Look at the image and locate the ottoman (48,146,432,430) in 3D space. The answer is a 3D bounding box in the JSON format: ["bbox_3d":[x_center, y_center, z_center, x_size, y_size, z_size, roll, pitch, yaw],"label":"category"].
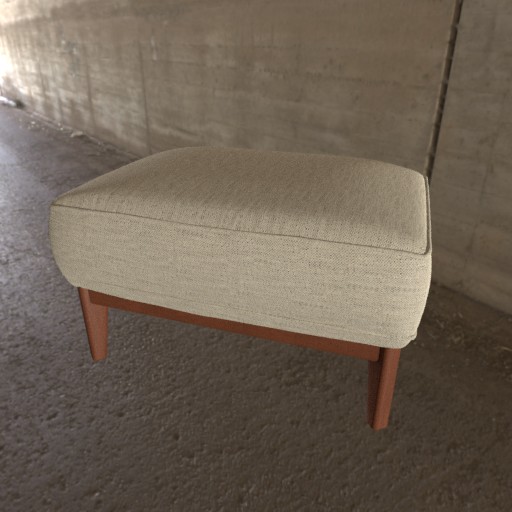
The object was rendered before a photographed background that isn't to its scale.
[{"bbox_3d":[0.000,0.000,1.124,0.794,0.465,0.594,8,27,17],"label":"ottoman"}]
